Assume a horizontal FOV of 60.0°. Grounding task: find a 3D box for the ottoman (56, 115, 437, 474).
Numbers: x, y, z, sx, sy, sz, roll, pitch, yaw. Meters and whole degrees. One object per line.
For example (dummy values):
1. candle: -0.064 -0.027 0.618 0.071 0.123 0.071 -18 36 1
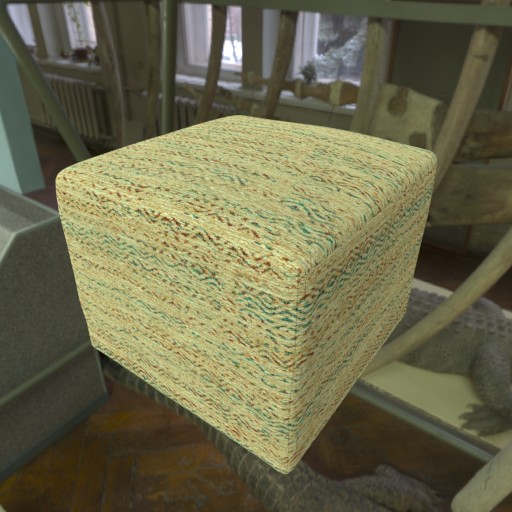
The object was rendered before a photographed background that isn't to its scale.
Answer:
1. ottoman: 0.000 0.000 0.897 0.512 0.453 0.521 21 37 31
